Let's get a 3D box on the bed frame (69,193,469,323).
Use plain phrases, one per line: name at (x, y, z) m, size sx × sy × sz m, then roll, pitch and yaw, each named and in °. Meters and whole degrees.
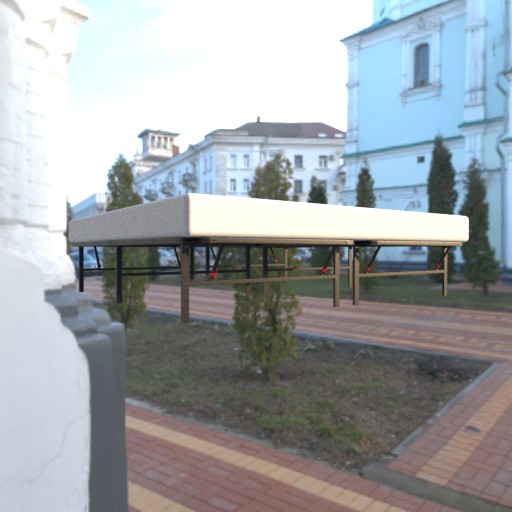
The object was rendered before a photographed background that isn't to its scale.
bed frame at (0.000, 0.000, 3.077) m, size 2.033 × 0.525 × 1.935 m, roll 0°, pitch 1°, yaw -35°
